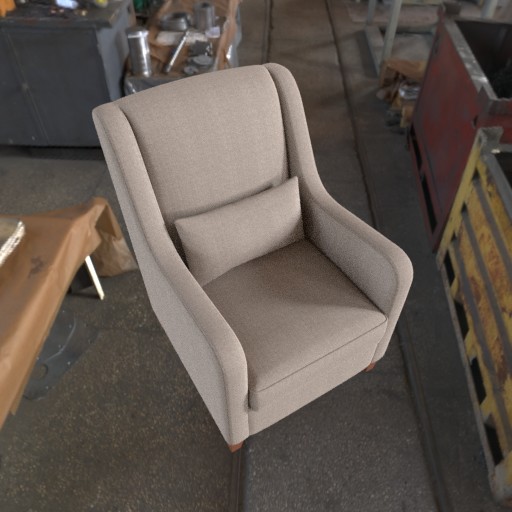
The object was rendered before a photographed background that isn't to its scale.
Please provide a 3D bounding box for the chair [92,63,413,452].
[{"bbox_3d":[0.000,0.000,1.613,0.715,1.017,0.890,-23,50,-21],"label":"chair"}]
